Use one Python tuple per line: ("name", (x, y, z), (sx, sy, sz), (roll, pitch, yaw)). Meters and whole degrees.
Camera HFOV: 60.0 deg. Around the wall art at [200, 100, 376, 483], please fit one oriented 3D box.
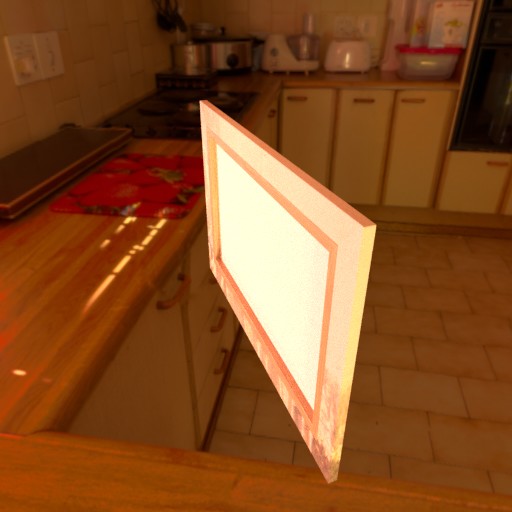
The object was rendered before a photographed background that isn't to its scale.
("wall art", (0.000, 0.000, 1.921), (0.038, 1.012, 1.525), (-11, 32, -18))
